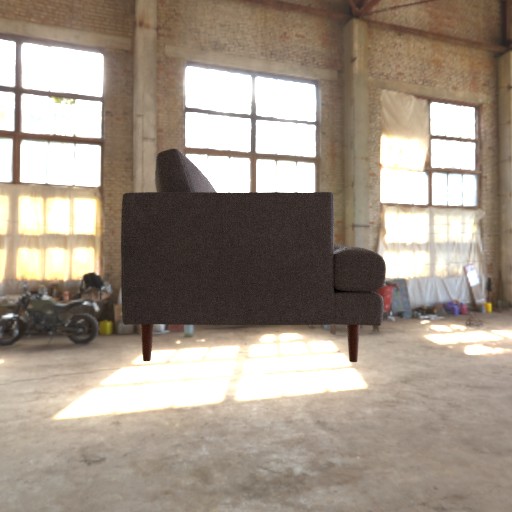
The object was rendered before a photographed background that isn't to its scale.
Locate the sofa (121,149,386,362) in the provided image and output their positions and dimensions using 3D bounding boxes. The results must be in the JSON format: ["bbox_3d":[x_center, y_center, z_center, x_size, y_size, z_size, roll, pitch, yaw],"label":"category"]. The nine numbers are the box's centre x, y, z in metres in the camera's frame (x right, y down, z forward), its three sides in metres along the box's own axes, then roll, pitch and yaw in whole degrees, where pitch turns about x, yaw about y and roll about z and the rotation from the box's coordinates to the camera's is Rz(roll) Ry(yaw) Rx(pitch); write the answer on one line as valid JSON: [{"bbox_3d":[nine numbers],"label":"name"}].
[{"bbox_3d":[0.000,0.000,2.806,1.020,0.868,2.250,0,-1,1],"label":"sofa"}]
